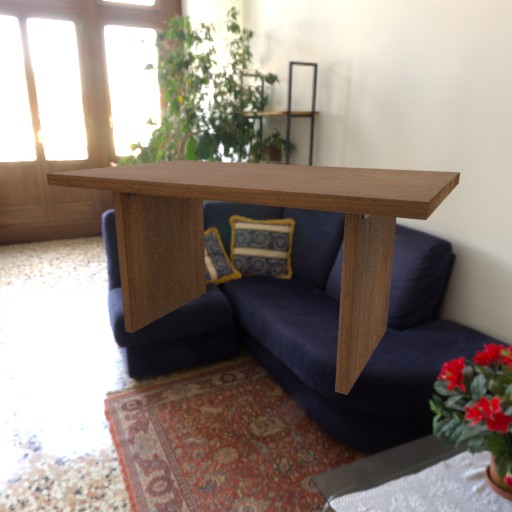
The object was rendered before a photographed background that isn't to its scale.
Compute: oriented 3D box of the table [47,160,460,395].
[{"bbox_3d":[0.000,0.000,2.107,1.609,0.780,0.946,9,18,27],"label":"table"}]
